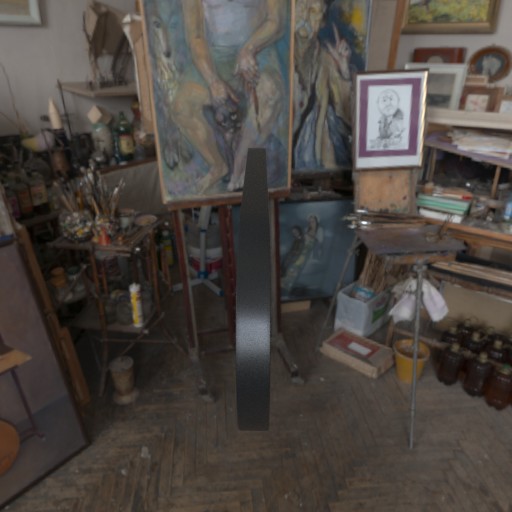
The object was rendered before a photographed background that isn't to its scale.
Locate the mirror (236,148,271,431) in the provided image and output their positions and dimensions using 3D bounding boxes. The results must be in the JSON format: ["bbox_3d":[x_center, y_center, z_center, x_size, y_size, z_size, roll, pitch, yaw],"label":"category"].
[{"bbox_3d":[0.000,0.000,0.674,0.032,0.254,0.584,0,25,0],"label":"mirror"}]
